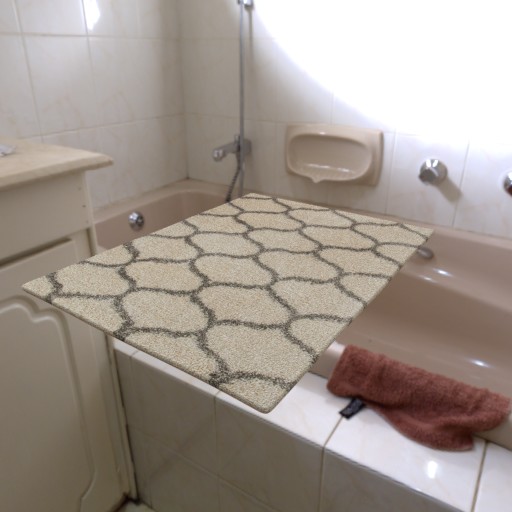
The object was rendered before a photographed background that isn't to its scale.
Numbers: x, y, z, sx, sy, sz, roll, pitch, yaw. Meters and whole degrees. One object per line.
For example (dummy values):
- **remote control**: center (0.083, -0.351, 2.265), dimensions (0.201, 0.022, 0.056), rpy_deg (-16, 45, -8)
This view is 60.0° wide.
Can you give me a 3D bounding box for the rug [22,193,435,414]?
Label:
- **rug**: center (0.000, 0.000, 2.064), dimensions (1.200, 0.025, 1.600), rpy_deg (16, 29, 32)
